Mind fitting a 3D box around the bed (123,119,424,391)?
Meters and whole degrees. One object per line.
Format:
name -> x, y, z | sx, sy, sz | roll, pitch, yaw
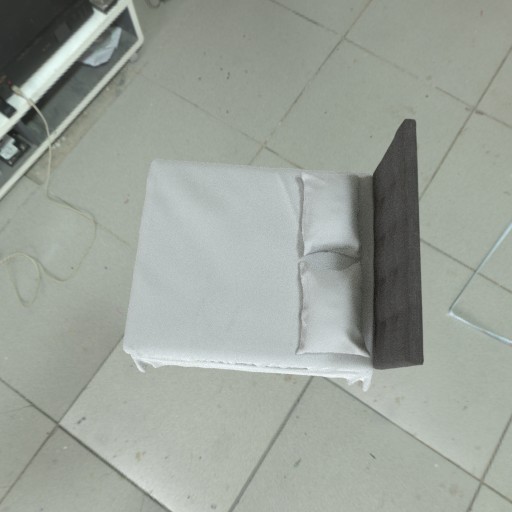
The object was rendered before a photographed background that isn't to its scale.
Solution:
bed -> 0.000, 0.000, 3.527 | 2.222, 1.577, 1.936 | 4, 74, 1
